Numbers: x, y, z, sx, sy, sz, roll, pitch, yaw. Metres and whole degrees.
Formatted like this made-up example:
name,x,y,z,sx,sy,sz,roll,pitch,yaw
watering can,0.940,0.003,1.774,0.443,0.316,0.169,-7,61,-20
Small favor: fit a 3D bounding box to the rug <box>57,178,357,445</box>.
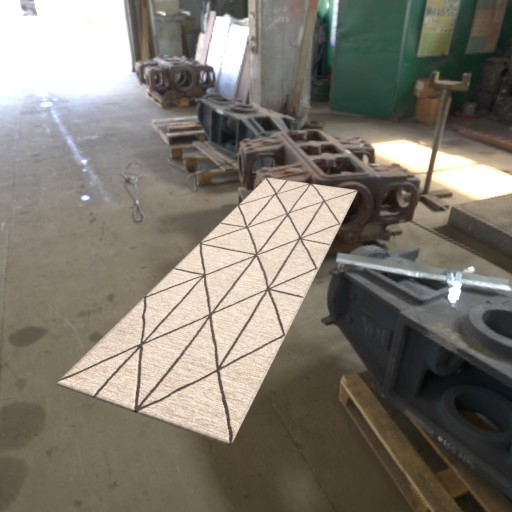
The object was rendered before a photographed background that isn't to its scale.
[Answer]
name,x,y,z,sx,sy,sz,roll,pitch,yaw
rug,0.000,0.000,2.623,0.762,0.012,2.438,11,33,18
